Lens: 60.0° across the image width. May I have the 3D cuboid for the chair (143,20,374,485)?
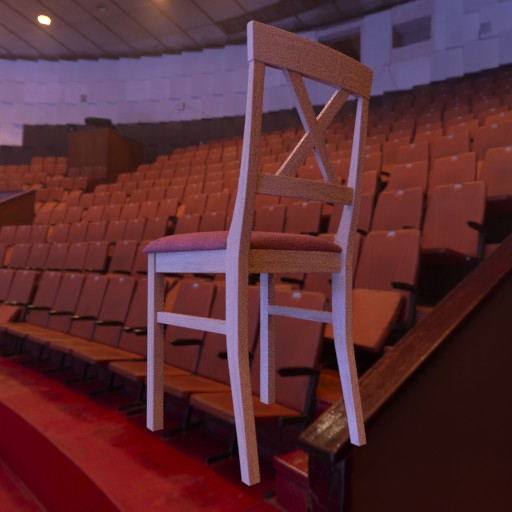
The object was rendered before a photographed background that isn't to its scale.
[{"bbox_3d":[0.000,0.000,1.148,0.439,0.912,0.492,1,-2,-37],"label":"chair"}]
